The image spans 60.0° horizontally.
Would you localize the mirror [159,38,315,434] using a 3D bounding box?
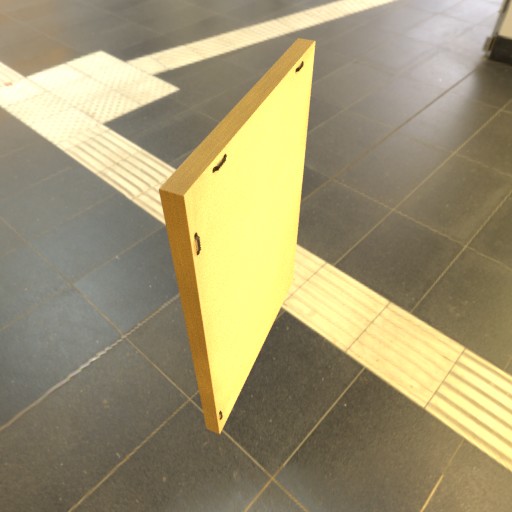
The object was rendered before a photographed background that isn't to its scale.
[{"bbox_3d":[0.000,0.000,0.945,0.040,0.710,0.507,17,49,16],"label":"mirror"}]
